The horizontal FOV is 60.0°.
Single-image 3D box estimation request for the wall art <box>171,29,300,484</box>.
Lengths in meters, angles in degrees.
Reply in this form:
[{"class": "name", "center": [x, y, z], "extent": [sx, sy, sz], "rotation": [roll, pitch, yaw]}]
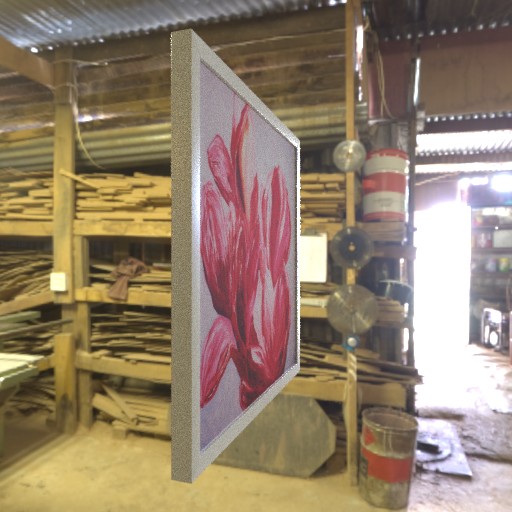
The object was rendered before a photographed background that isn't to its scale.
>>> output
[{"class": "wall art", "center": [0.000, 0.000, 0.659], "extent": [0.023, 0.453, 0.455], "rotation": [0, 0, 19]}]
